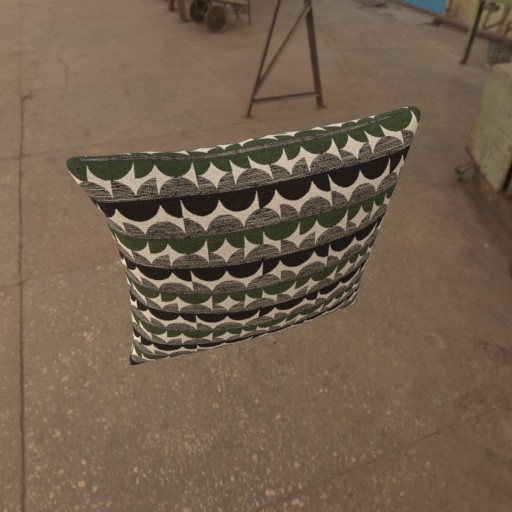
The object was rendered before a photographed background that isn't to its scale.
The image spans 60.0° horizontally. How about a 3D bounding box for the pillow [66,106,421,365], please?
[{"bbox_3d":[0.000,0.000,0.635,0.419,0.404,0.180,-13,42,-15],"label":"pillow"}]
